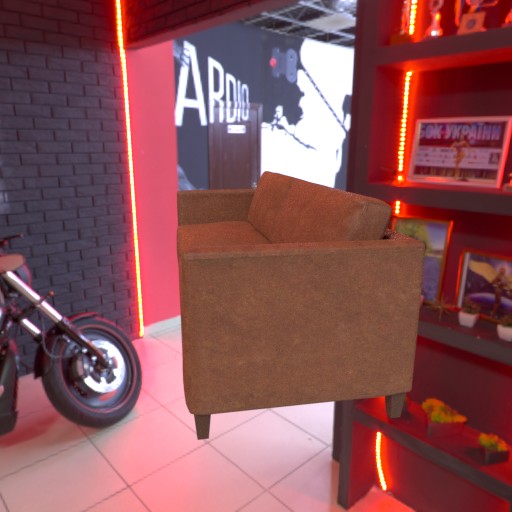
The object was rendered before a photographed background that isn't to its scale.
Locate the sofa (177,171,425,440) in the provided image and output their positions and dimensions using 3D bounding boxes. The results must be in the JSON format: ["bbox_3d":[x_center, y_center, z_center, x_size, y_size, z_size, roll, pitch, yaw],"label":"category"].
[{"bbox_3d":[0.000,0.000,2.704,0.950,0.932,2.204,-3,14,-10],"label":"sofa"}]
